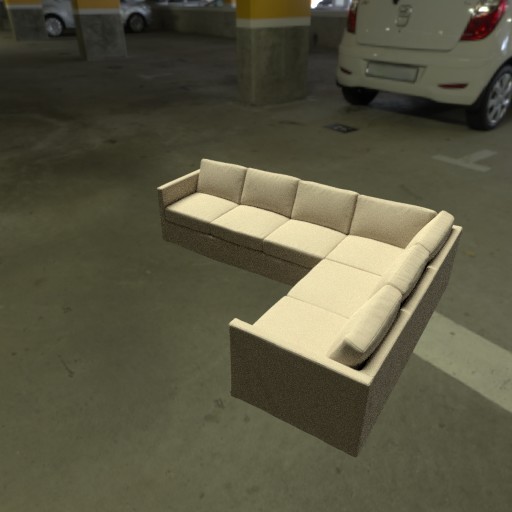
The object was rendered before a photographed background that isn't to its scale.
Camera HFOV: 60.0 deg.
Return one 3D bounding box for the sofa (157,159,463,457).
[{"bbox_3d":[0.000,0.000,4.267,3.182,0.871,2.432,19,35,29],"label":"sofa"}]
